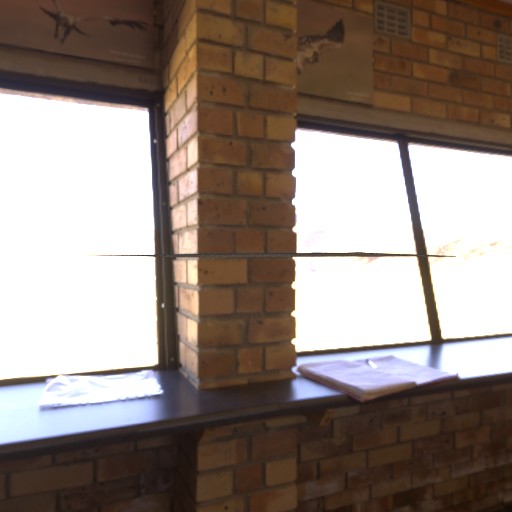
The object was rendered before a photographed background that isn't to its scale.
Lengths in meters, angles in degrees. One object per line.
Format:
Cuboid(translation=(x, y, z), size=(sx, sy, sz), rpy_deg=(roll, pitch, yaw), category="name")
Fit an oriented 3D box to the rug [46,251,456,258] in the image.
Cuboid(translation=(0.000, 0.000, 3.923), size=(2.867, 0.020, 2.277), rpy_deg=(0, -1, 35), category="rug")
